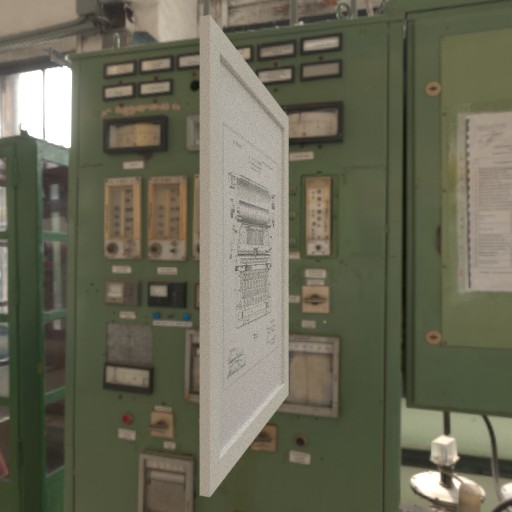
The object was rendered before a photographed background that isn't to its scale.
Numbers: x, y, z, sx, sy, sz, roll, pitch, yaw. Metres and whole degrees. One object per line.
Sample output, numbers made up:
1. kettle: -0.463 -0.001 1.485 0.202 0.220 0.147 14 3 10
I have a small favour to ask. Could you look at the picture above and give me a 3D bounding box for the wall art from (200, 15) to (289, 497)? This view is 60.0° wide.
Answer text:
1. wall art: 0.000 0.000 0.673 0.013 0.533 0.381 0 0 17
